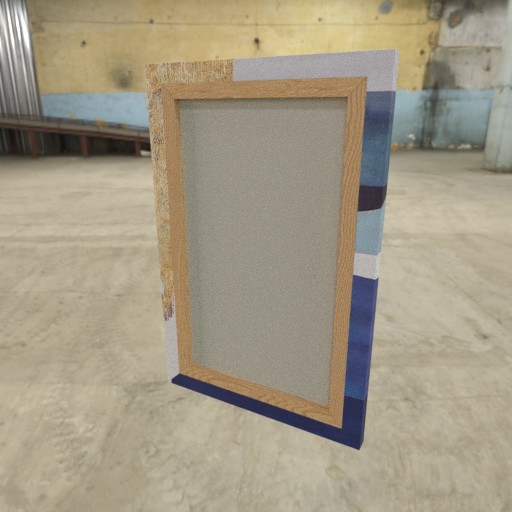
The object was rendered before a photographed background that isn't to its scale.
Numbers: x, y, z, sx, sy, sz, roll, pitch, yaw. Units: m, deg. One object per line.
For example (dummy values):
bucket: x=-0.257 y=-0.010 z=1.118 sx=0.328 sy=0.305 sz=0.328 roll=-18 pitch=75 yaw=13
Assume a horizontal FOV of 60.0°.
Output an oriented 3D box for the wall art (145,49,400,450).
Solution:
wall art: x=0.000 y=0.000 z=1.114 sx=0.607 sy=0.911 sz=0.039 roll=10 pitch=21 yaw=27
